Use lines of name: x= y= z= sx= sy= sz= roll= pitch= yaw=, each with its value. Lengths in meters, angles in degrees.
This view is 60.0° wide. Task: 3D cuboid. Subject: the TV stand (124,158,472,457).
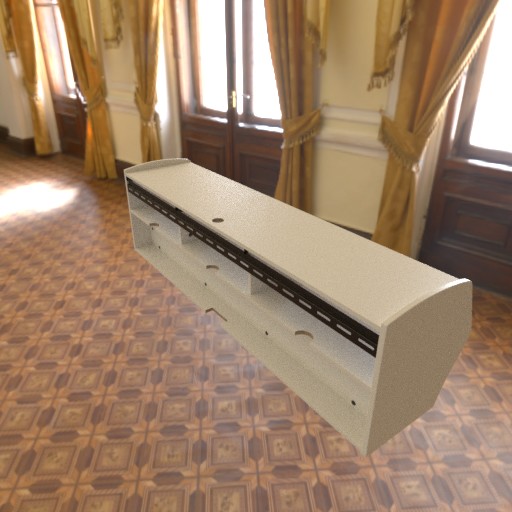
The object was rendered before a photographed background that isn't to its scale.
TV stand: x=0.000 y=0.000 z=1.657 sx=0.397 sy=0.424 sz=1.473 roll=-18 pitch=32 yaw=-32
